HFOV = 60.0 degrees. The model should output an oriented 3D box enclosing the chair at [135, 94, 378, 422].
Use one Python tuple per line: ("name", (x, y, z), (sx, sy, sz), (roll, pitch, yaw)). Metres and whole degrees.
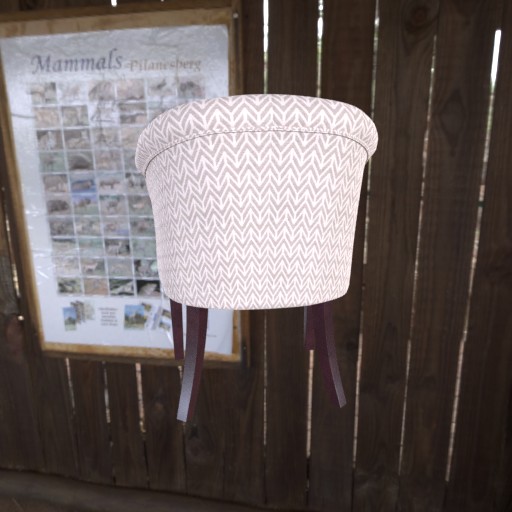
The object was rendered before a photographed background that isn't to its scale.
("chair", (0.000, 0.000, 1.335), (0.686, 0.858, 0.613), (-2, 13, -9))
